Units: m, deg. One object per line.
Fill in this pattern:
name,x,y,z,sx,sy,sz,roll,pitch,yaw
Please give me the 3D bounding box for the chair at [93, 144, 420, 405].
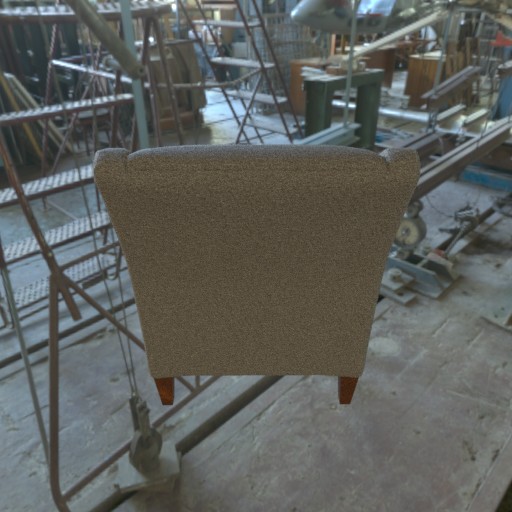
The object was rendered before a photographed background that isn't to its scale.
chair,0.000,0.000,1.603,0.774,1.016,0.870,0,30,0
